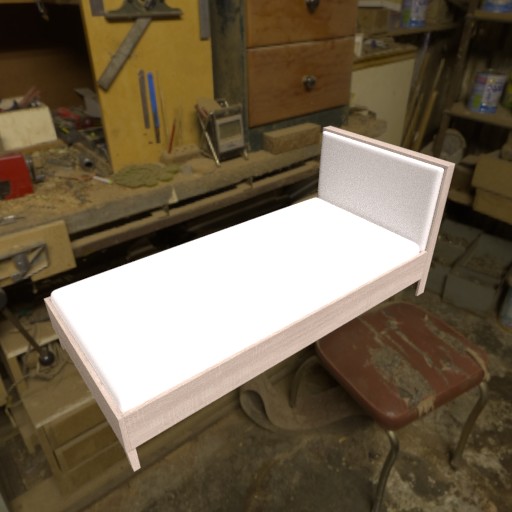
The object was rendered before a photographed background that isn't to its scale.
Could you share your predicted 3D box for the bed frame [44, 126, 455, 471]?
[{"bbox_3d":[0.000,0.000,2.570,2.140,0.920,0.990,-22,38,-31],"label":"bed frame"}]
